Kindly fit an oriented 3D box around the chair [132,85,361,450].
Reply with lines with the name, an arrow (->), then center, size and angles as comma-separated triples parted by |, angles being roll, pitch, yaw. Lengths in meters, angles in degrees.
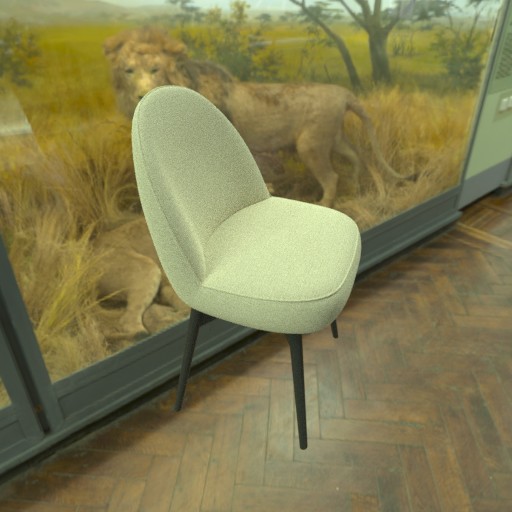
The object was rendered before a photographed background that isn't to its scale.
chair -> 0.000, 0.000, 1.203 | 0.540, 0.838, 0.532 | 10, 33, 16
